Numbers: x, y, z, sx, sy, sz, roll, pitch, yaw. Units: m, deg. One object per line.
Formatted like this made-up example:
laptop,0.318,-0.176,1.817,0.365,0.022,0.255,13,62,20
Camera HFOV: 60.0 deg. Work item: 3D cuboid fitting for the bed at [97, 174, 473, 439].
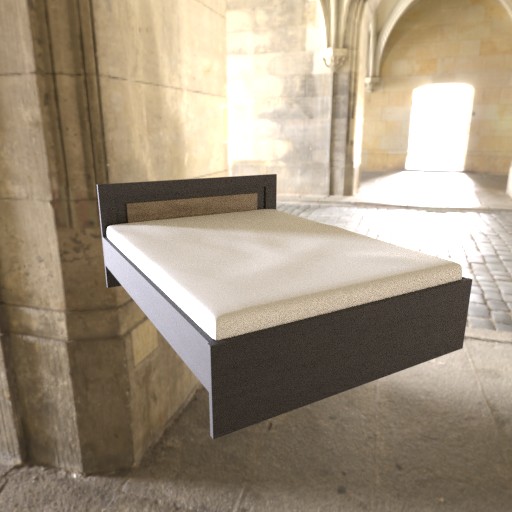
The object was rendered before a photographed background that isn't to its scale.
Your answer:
bed,0.000,0.000,2.951,1.585,0.823,2.073,-9,18,-28
